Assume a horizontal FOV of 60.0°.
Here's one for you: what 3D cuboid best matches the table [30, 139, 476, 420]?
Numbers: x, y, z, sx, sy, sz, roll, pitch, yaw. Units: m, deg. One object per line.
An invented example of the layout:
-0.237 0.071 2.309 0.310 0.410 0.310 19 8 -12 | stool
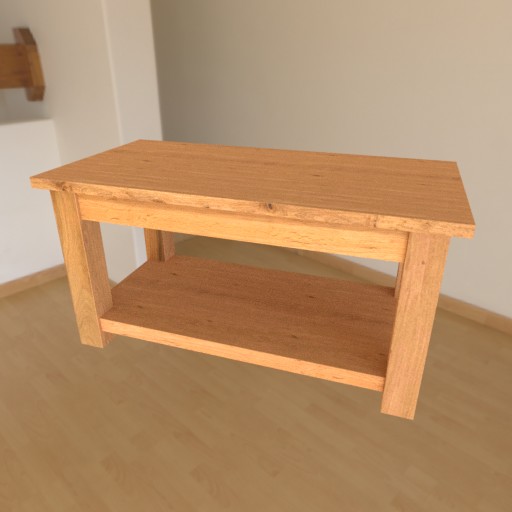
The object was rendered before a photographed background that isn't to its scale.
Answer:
0.000 0.000 1.134 0.899 0.452 0.450 8 27 17 | table
